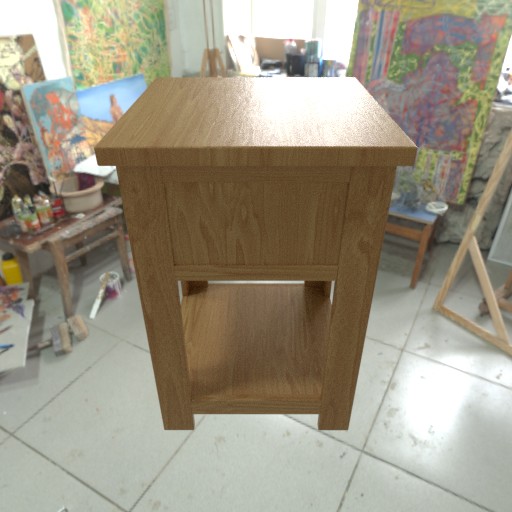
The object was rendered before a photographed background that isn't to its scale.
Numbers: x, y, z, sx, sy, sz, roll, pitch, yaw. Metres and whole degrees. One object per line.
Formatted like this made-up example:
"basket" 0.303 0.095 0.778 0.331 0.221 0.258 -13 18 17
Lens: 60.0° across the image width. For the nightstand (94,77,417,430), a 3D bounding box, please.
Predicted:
"nightstand" 0.000 0.000 0.916 0.418 0.614 0.428 0 33 0
